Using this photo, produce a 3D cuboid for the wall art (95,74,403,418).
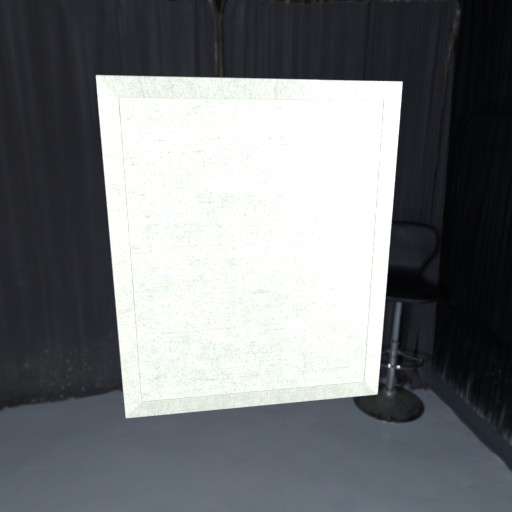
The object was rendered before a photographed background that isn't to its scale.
[{"bbox_3d":[0.000,0.000,0.612,0.381,0.457,0.023,-2,15,-9],"label":"wall art"}]
